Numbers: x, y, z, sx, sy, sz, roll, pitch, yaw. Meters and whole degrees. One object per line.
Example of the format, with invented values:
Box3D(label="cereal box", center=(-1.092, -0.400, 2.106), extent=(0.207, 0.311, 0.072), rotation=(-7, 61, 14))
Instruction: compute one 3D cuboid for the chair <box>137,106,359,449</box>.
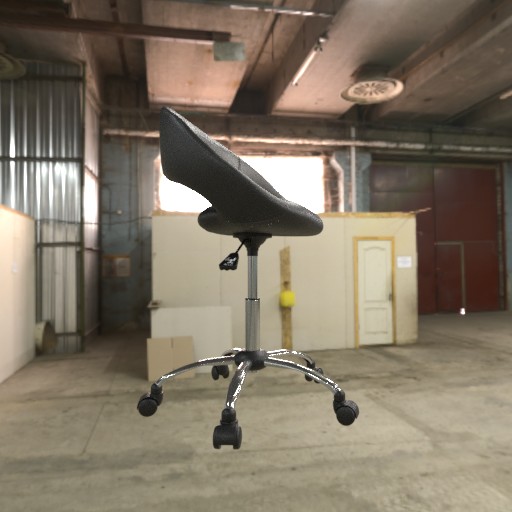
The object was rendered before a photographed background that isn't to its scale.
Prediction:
Box3D(label="chair", center=(0.000, 0.000, 1.179), extent=(0.538, 0.791, 0.612), rotation=(0, -1, 17))
